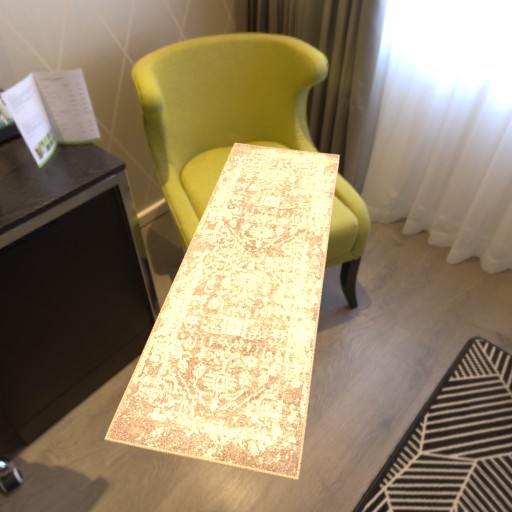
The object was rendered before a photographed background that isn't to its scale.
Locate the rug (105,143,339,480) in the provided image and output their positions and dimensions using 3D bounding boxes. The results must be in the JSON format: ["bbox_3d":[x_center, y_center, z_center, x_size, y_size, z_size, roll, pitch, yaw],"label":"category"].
[{"bbox_3d":[0.000,0.000,2.704,0.855,0.017,2.452,8,46,8],"label":"rug"}]
